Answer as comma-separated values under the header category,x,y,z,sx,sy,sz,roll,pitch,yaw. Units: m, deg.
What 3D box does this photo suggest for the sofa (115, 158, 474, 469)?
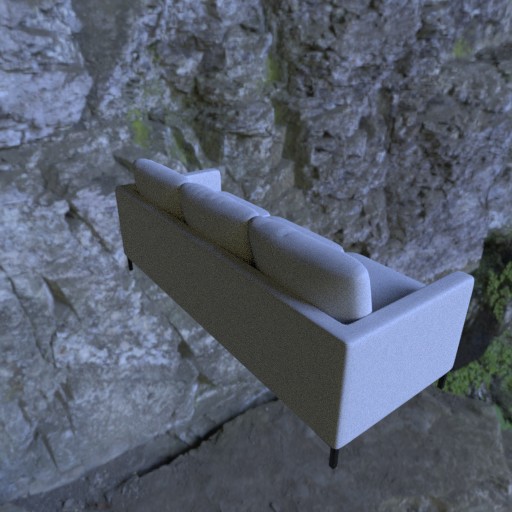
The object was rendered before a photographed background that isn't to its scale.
category,x,y,z,sx,sy,sz,roll,pitch,yaw
sofa,0.000,0.000,2.651,0.859,0.874,2.218,-18,32,-32
